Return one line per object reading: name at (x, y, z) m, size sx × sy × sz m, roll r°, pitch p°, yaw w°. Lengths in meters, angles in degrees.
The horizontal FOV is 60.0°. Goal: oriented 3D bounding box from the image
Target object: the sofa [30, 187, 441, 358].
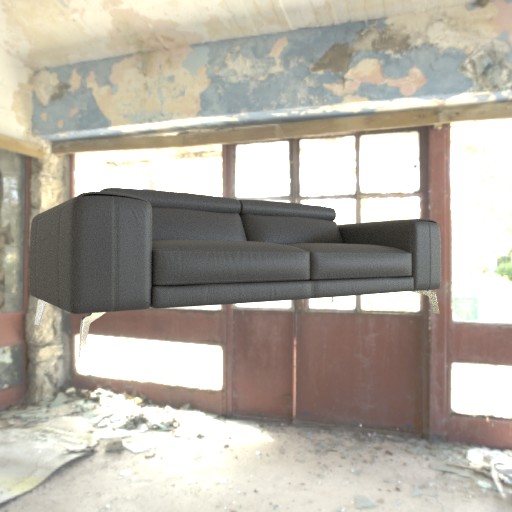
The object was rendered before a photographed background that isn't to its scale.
sofa at (0.000, 0.000, 2.673) m, size 2.321 × 0.759 × 1.023 m, roll 0°, pitch 0°, yaw -35°
